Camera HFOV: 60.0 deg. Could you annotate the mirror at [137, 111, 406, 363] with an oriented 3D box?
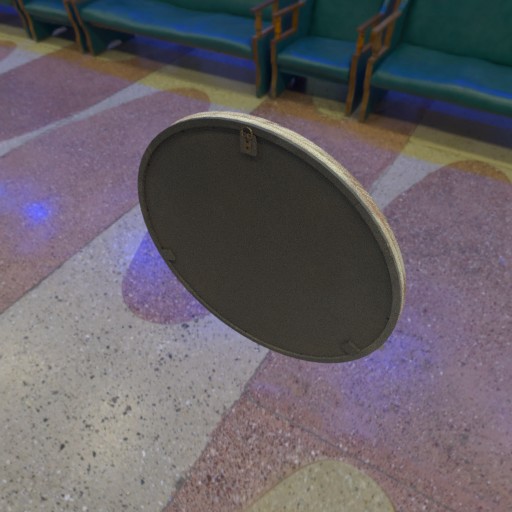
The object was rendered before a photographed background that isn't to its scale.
[{"bbox_3d":[0.000,0.000,1.070,0.710,0.710,0.038,24,51,21],"label":"mirror"}]
